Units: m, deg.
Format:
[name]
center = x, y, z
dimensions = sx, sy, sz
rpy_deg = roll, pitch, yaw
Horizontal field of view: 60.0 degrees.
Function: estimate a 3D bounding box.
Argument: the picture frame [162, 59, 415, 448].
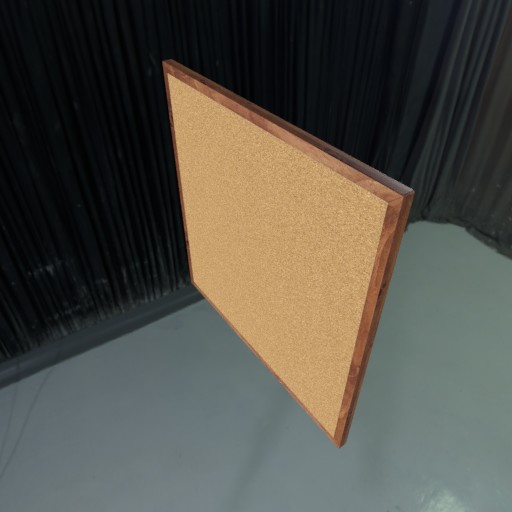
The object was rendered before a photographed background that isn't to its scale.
[picture frame]
center = 0.000, 0.000, 1.200
dimensions = 0.029, 0.817, 0.810
rpy_deg = -25, 47, -26
